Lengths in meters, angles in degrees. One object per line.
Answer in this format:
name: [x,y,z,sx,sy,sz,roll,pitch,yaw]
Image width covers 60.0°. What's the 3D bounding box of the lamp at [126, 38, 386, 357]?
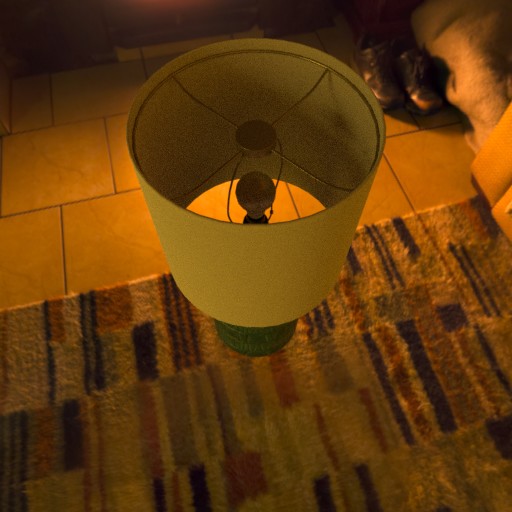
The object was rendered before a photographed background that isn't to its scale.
lamp: [0.000,0.000,0.559,0.211,0.455,0.211,-31,65,-16]
